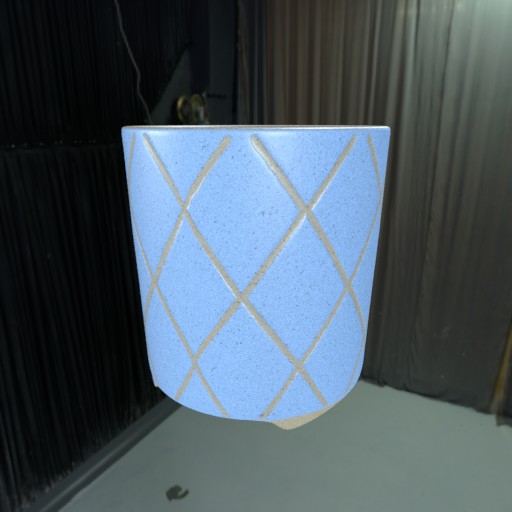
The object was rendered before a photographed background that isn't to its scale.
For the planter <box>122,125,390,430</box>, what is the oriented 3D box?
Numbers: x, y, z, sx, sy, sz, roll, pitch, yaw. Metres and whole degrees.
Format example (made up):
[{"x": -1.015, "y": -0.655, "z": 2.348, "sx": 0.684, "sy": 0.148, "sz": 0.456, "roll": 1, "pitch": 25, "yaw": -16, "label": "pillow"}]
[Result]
[{"x": 0.000, "y": 0.000, "z": 0.355, "sx": 0.191, "sy": 0.200, "sz": 0.191, "roll": 0, "pitch": 17, "yaw": 0, "label": "planter"}]
